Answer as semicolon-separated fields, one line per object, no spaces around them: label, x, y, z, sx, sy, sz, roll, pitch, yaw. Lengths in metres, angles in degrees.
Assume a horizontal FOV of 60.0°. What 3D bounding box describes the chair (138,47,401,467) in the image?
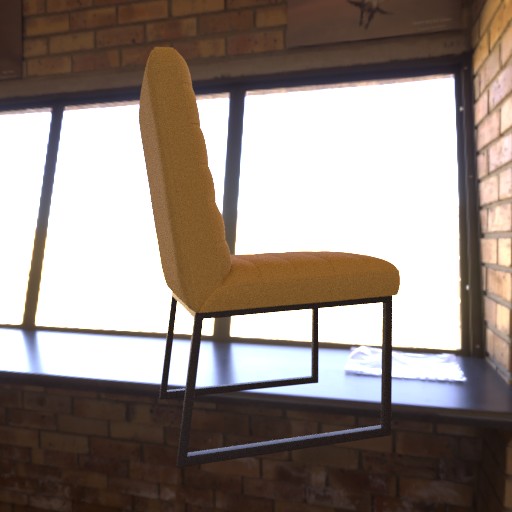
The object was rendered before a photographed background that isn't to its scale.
chair;0.000;0.000;1.274;0.634;0.930;0.520;-1;2;-17
